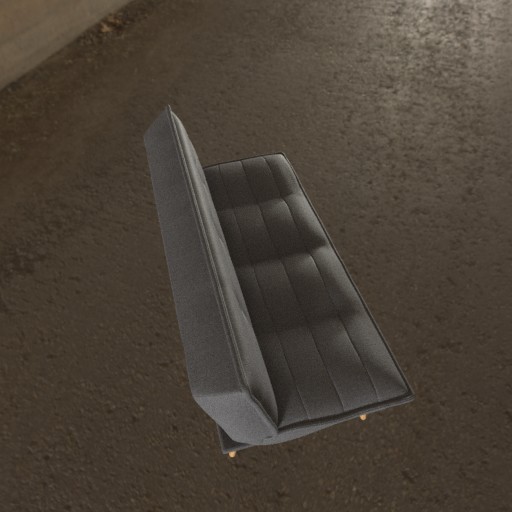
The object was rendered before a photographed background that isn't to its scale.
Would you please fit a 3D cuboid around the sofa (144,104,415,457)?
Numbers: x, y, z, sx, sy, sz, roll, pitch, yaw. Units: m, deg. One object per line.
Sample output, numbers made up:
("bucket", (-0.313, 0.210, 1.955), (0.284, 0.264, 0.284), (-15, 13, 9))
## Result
("sofa", (0.000, 0.000, 2.460), (0.950, 0.890, 1.940), (-12, 49, -10))
